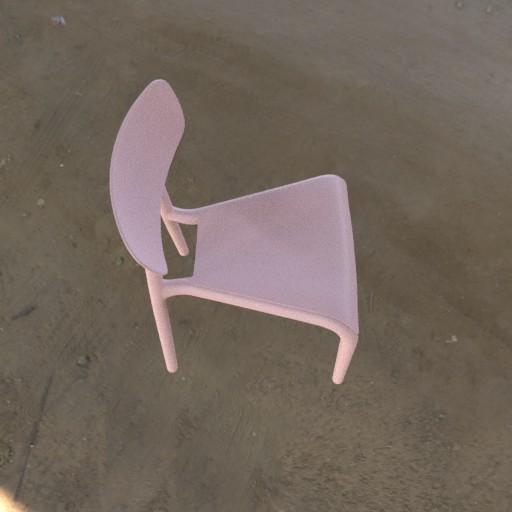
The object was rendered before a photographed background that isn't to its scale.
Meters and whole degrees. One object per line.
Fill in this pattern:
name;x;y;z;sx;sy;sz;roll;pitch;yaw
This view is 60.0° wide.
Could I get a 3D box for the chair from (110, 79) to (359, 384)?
chair;0.000;0.000;0.821;0.401;0.580;0.356;1;64;0
